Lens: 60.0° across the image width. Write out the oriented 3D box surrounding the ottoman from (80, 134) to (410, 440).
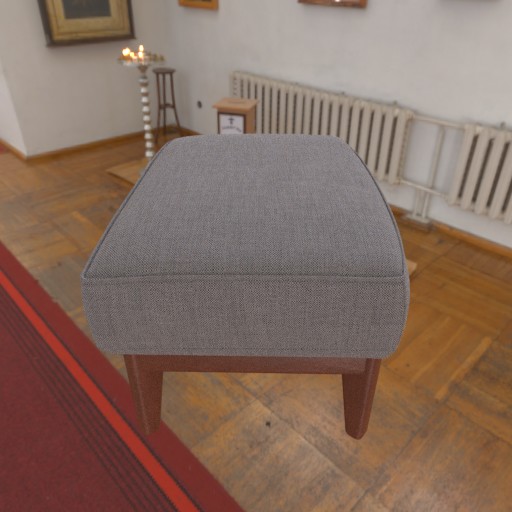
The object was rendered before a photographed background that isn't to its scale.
[{"bbox_3d":[0.000,0.000,1.073,0.555,0.458,0.750,1,31,1],"label":"ottoman"}]
